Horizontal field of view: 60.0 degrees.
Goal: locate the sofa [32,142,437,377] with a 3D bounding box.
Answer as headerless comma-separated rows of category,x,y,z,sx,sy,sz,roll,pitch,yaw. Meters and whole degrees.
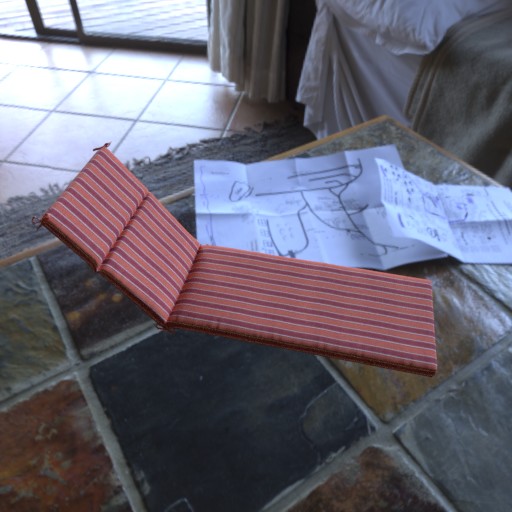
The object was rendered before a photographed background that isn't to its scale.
sofa,0.000,0.000,1.958,1.663,0.622,0.582,9,47,9
